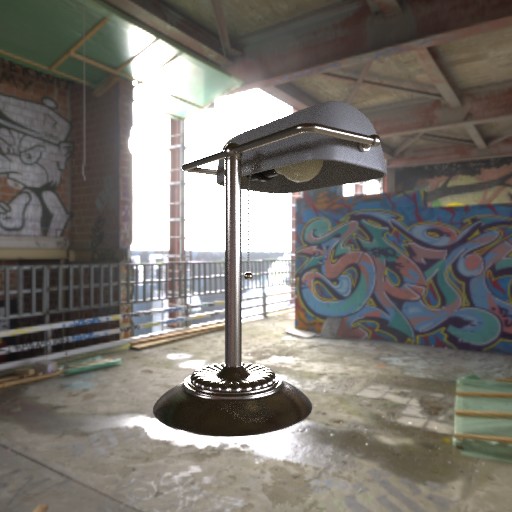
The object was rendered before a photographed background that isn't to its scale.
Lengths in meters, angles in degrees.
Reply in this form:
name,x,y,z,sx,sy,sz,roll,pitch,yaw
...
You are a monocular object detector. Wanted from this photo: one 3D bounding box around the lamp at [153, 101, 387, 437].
name,x,y,z,sx,sy,sz,roll,pitch,yaw
lamp,0.000,0.000,0.523,0.243,0.339,0.264,0,1,-36
